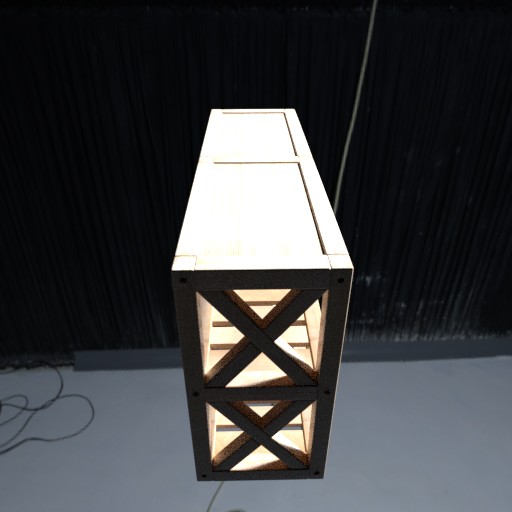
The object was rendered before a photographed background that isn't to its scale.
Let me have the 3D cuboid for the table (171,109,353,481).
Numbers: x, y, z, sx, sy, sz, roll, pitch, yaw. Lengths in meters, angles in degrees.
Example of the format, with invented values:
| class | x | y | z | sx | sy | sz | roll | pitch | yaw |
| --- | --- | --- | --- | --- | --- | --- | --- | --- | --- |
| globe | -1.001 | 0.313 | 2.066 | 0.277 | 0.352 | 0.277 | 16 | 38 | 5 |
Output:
| class | x | y | z | sx | sy | sz | roll | pitch | yaw |
| --- | --- | --- | --- | --- | --- | --- | --- | --- | --- |
| table | 0.000 | 0.000 | 1.674 | 0.381 | 0.762 | 1.320 | -1 | 32 | -1 |
